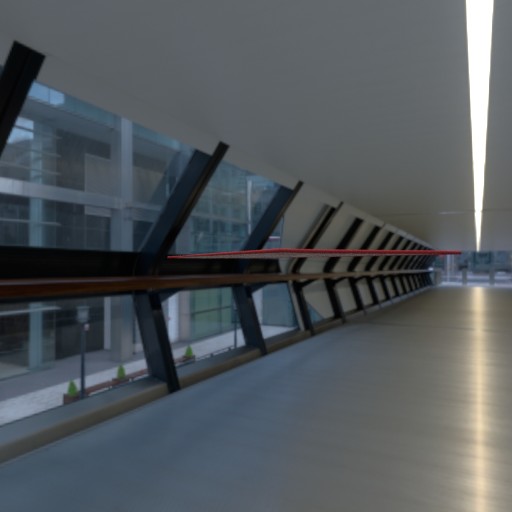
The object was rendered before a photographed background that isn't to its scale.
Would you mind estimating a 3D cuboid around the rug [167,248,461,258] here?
[{"bbox_3d":[0.000,0.000,2.448,0.659,0.015,2.292,0,-1,-19],"label":"rug"}]
